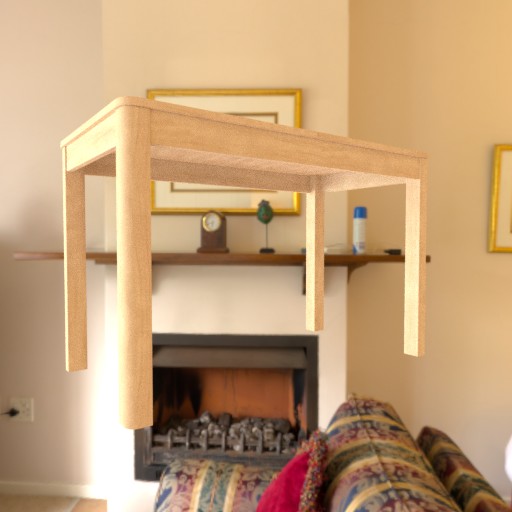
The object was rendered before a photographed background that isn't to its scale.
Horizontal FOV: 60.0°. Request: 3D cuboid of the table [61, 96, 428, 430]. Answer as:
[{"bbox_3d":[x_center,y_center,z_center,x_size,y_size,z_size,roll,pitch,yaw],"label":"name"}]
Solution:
[{"bbox_3d":[0.000,0.000,1.884,1.400,0.900,0.750,-2,3,-36],"label":"table"}]
